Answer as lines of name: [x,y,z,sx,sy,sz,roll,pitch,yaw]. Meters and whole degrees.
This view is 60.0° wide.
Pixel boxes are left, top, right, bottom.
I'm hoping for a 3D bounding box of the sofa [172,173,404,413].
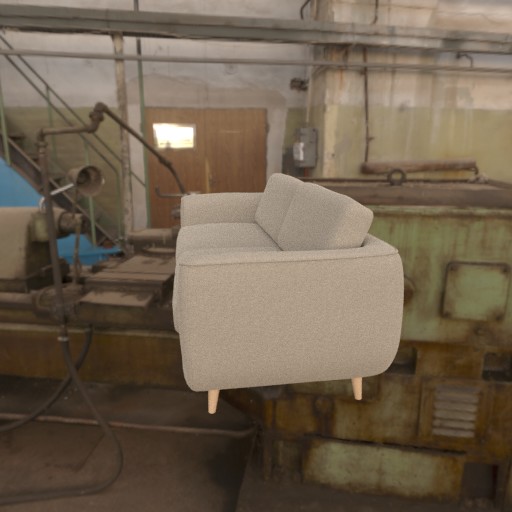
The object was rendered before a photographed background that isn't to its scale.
sofa: [0.000,0.000,2.545,0.920,0.850,2.000,-2,15,-9]
